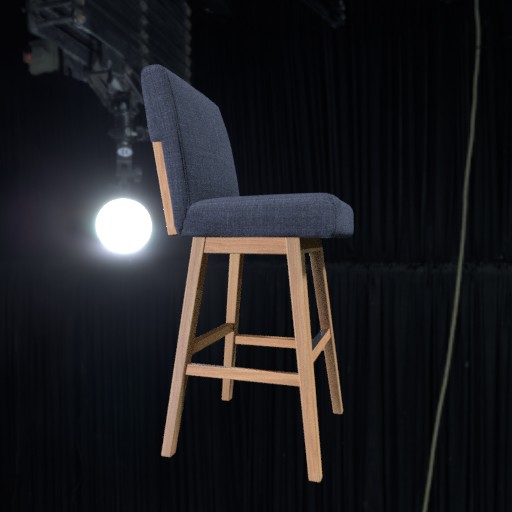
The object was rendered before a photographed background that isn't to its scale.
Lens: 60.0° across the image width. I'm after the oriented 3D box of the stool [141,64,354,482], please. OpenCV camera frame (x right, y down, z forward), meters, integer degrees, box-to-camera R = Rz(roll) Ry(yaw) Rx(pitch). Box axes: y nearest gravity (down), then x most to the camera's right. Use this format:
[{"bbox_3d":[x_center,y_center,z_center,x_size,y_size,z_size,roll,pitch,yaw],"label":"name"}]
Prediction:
[{"bbox_3d":[0.000,0.000,1.390,0.570,1.112,0.483,1,2,18],"label":"stool"}]
